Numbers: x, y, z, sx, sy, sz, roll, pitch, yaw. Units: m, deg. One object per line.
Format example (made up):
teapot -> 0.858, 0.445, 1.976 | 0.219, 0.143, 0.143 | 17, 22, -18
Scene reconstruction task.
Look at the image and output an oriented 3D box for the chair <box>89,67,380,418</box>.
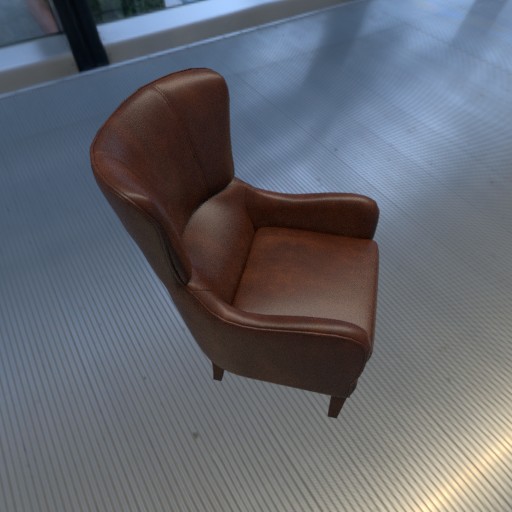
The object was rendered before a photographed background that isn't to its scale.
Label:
chair -> 0.000, 0.000, 1.615 | 0.914, 1.048, 0.692 | 10, 49, 9
